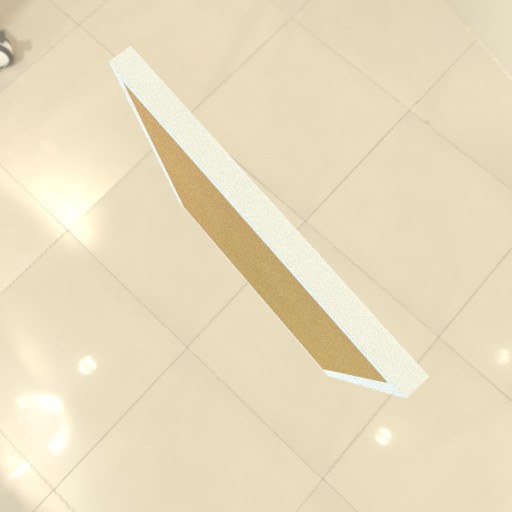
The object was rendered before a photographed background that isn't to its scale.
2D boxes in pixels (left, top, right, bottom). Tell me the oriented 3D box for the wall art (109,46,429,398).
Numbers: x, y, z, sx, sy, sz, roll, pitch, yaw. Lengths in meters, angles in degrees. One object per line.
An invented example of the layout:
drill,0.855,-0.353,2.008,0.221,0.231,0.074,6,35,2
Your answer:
wall art,0.000,0.000,0.447,0.020,0.307,0.307,-40,80,-8
